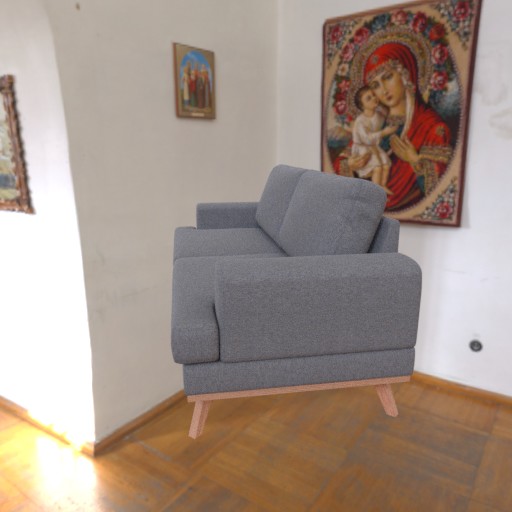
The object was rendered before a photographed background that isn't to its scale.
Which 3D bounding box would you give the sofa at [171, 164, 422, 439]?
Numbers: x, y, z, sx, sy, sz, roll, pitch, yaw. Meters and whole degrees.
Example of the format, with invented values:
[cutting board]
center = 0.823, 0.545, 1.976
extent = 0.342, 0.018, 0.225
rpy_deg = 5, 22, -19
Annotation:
[sofa]
center = 0.000, 0.000, 2.110
extent = 0.785, 0.810, 1.650
rpy_deg = -2, 14, -9
